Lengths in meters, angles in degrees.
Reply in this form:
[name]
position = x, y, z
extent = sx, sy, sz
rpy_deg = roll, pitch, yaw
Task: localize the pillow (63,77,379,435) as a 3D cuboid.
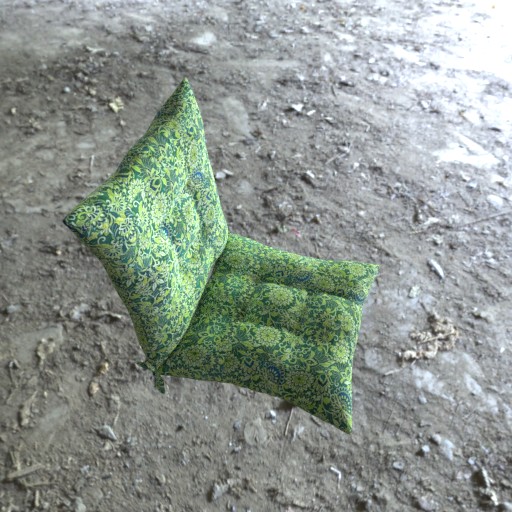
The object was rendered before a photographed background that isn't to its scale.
[pillow]
position = 0.000, 0.000, 1.007
extent = 0.585, 0.536, 0.541
rpy_deg = 13, 49, 11
